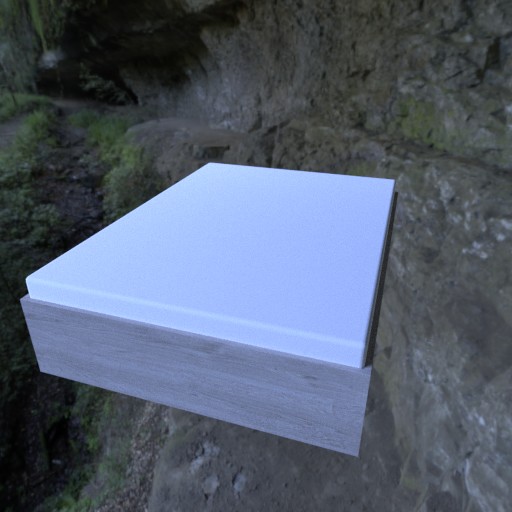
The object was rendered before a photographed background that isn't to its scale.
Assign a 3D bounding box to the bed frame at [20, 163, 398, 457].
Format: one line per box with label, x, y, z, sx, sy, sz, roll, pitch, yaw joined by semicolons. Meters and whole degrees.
bed frame;0.000;0.000;2.552;1.448;0.490;1.944;9;28;16
